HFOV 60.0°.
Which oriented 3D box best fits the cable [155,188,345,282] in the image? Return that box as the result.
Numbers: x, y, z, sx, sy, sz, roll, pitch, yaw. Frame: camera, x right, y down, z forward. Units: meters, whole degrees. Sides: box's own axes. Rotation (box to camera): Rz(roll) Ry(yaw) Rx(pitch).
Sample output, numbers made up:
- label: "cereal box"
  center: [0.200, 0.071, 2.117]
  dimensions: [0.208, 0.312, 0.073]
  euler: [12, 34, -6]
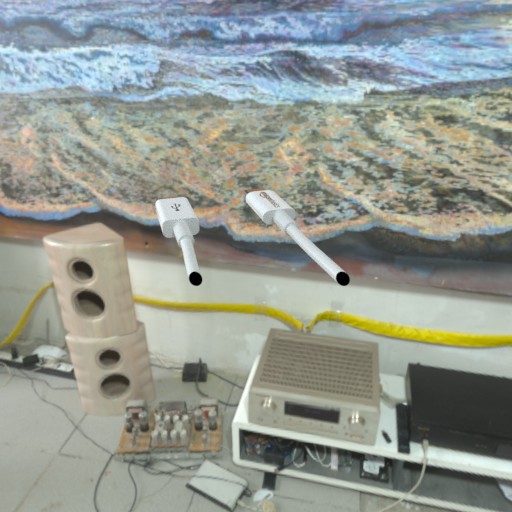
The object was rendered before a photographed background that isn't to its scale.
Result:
- label: "cable"
  center: [0.000, 0.000, 0.110]
  dimensions: [0.040, 0.006, 0.098]
  euler: [-8, 27, -15]
